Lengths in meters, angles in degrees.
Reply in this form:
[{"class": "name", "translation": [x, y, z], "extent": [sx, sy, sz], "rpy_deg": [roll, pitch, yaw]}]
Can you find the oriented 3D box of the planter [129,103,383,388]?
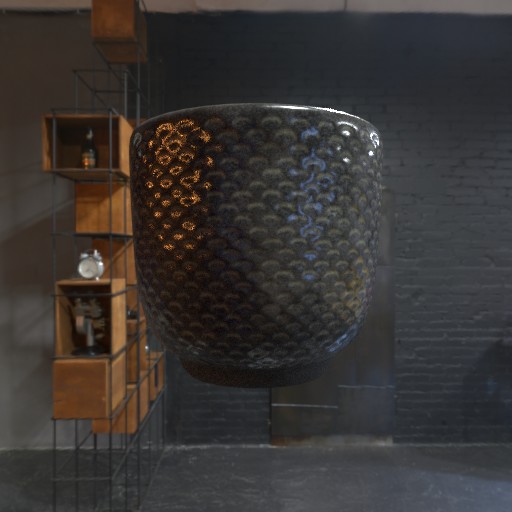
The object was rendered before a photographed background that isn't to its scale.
[{"class": "planter", "translation": [0.000, 0.000, 0.253], "extent": [0.140, 0.129, 0.140], "rpy_deg": [0, 0, 0]}]
